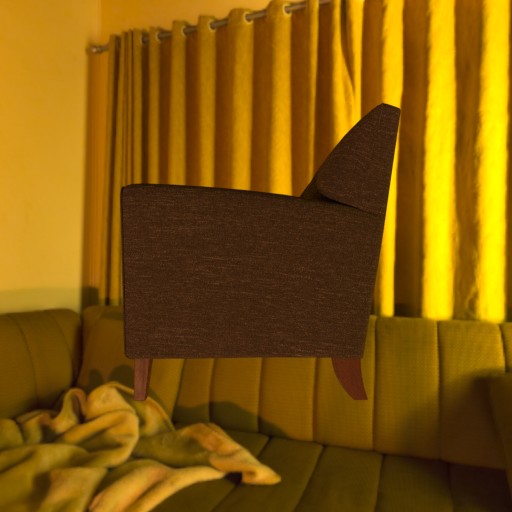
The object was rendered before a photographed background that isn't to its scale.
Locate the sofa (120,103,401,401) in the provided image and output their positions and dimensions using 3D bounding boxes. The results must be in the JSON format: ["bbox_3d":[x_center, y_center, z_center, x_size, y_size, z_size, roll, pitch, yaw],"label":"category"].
[{"bbox_3d":[0.000,0.000,2.038,0.867,0.905,1.509,0,-1,0],"label":"sofa"}]
